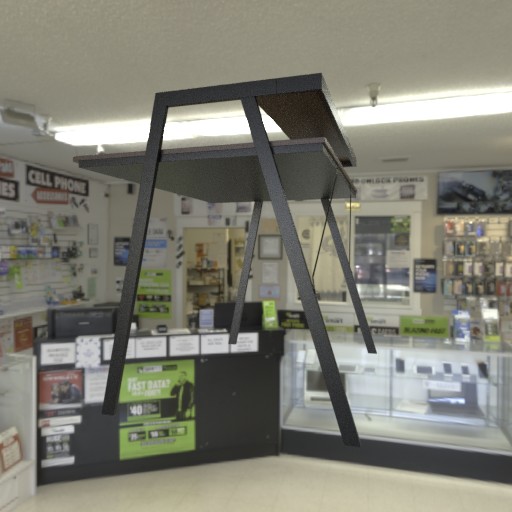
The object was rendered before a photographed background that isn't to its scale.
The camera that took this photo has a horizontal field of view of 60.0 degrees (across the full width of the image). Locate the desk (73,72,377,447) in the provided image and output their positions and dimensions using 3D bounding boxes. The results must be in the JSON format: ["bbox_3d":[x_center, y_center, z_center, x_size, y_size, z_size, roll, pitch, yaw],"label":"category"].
[{"bbox_3d":[0.000,0.000,1.849,0.936,0.998,1.143,0,1,17],"label":"desk"}]
